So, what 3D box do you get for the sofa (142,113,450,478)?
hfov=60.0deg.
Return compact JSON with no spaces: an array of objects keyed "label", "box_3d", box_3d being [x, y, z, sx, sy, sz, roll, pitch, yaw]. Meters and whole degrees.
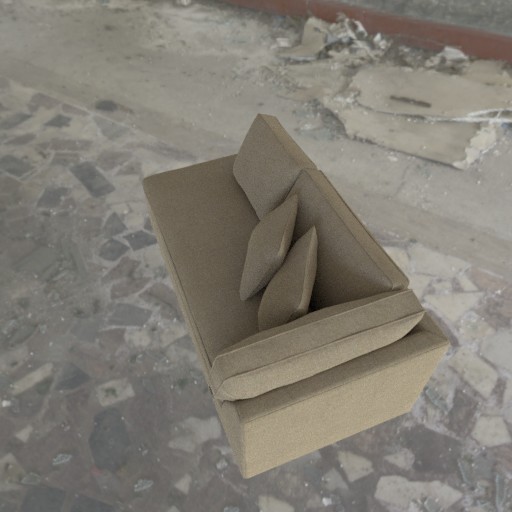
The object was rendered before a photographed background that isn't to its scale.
[{"label":"sofa","box_3d":[0.000,0.000,2.857,1.110,1.019,2.238,-16,49,-15]}]
